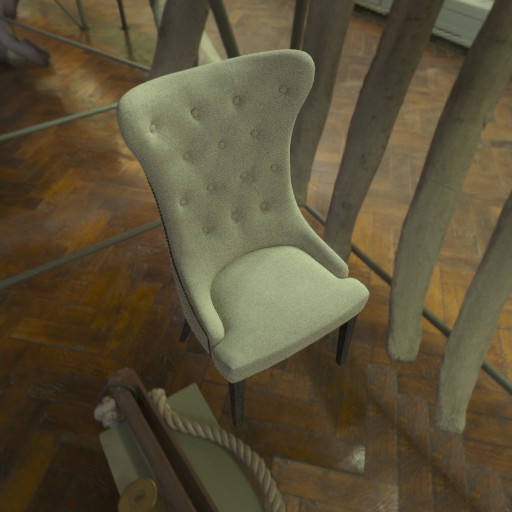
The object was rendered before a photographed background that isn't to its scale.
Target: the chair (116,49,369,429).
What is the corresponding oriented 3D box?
[{"bbox_3d":[0.000,0.000,1.427,0.584,1.065,0.590,-24,51,-22],"label":"chair"}]
